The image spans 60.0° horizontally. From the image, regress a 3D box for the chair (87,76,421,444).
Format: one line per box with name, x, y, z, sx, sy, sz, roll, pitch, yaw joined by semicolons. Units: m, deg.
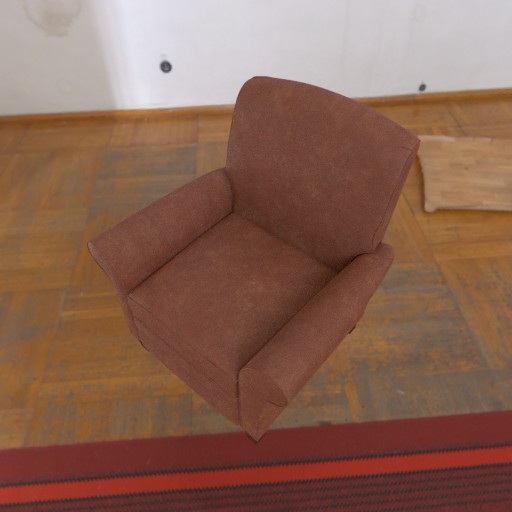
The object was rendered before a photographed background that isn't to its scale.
chair;0.000;0.000;1.766;0.978;1.061;0.902;32;54;27
